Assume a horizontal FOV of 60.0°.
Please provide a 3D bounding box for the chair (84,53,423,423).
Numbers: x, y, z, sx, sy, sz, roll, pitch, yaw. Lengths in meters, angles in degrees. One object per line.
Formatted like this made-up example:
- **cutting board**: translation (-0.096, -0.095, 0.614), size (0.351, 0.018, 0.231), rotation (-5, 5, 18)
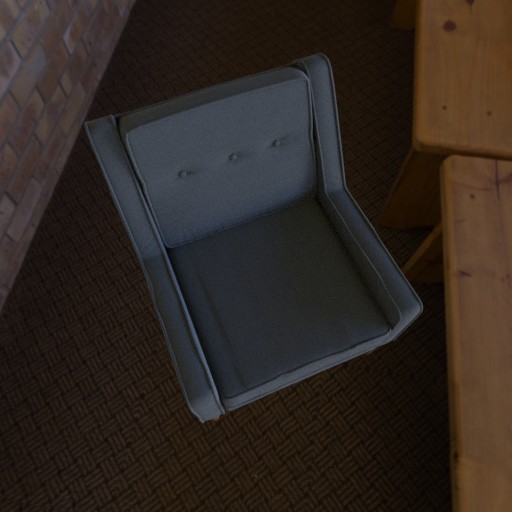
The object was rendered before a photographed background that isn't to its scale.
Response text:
- **chair**: translation (0.000, 0.000, 1.318), size (0.663, 0.780, 0.733), rotation (-20, 65, -10)
